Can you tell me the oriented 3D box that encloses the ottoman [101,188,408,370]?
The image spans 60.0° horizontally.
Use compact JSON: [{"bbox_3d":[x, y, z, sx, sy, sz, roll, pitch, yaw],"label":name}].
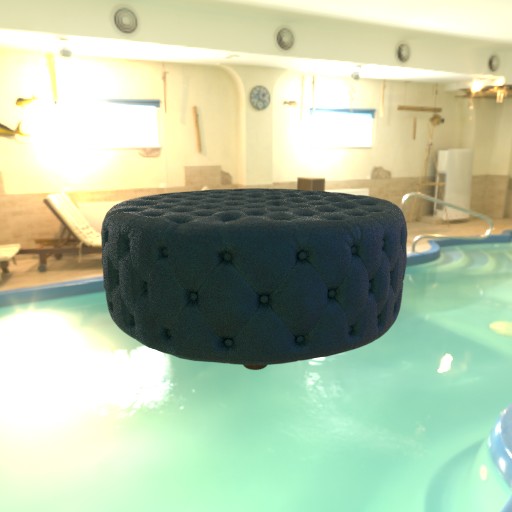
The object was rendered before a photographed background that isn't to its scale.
[{"bbox_3d":[0.000,0.000,1.532,0.998,0.398,0.998,0,14,0],"label":"ottoman"}]
